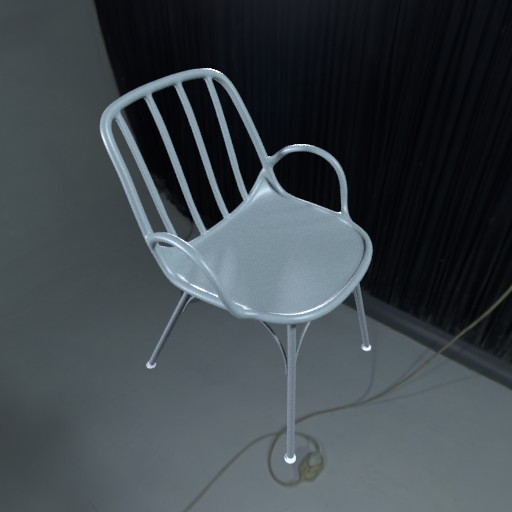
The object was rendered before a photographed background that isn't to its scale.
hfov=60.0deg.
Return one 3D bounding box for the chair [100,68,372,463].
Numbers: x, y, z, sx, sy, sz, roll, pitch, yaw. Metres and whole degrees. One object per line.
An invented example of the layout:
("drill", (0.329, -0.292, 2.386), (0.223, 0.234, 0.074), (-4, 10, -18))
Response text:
("chair", (0.000, 0.000, 1.192), (0.597, 0.816, 0.549), (25, 46, 27))
